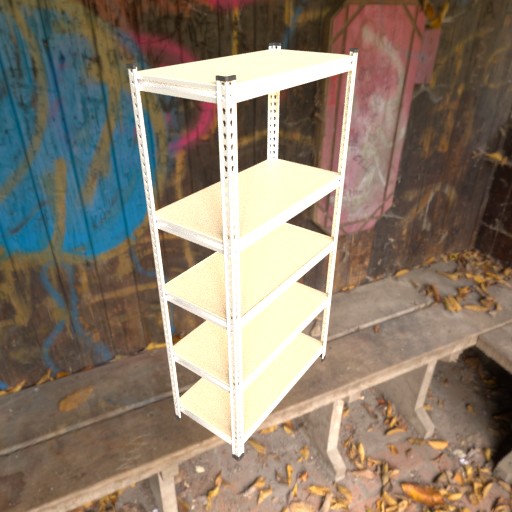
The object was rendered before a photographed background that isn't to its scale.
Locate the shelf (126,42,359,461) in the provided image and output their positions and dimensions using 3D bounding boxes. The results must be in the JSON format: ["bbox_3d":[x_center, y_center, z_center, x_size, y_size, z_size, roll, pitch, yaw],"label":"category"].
[{"bbox_3d":[0.000,0.000,2.204,0.457,1.829,0.914,21,37,30],"label":"shelf"}]
